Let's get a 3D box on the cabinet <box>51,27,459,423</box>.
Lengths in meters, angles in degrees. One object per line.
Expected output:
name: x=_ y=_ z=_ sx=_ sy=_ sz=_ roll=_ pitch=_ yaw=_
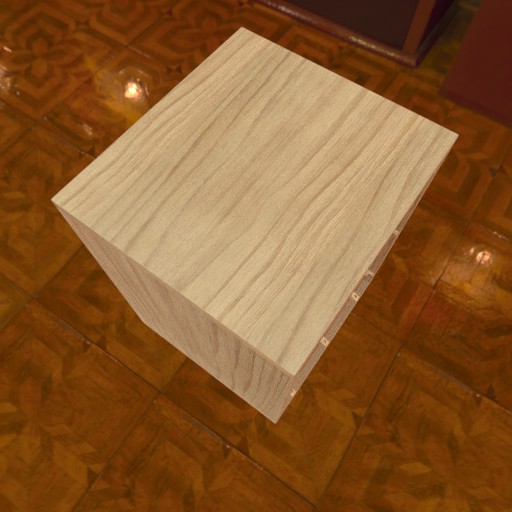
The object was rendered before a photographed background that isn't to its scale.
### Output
cabinet: x=0.000 y=0.000 z=0.856 sx=0.401 sy=0.579 sz=0.409 roll=33 pitch=69 yaw=15
